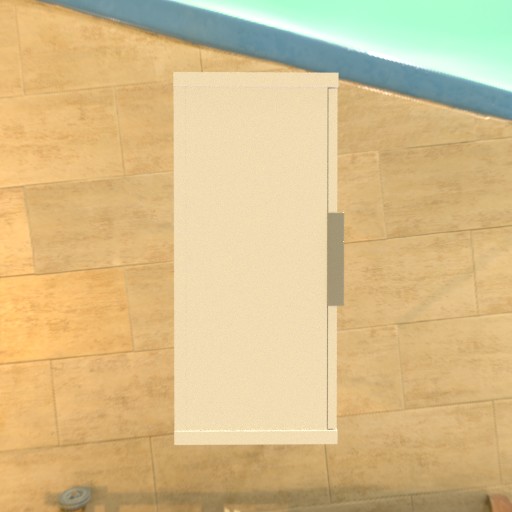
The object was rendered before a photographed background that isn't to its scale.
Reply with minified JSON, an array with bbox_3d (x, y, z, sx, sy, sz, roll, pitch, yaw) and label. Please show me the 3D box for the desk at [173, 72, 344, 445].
[{"bbox_3d":[0.000,0.000,1.607,0.390,1.190,0.850,0,91,-1],"label":"desk"}]
